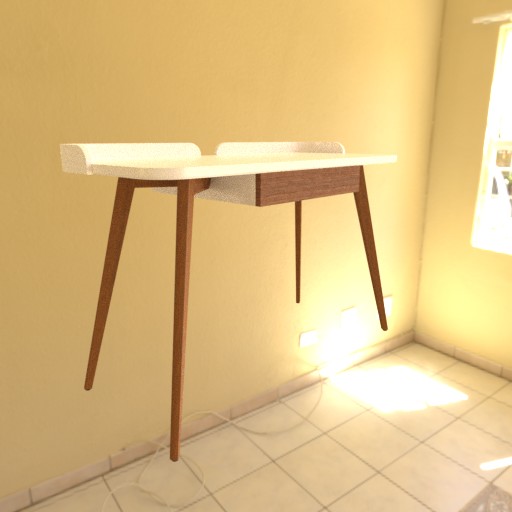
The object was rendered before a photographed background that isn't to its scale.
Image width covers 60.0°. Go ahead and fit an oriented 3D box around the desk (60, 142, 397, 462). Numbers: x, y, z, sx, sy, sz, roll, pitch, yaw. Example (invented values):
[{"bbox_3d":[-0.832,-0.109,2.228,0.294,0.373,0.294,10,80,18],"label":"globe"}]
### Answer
[{"bbox_3d":[0.000,0.000,1.635,0.534,0.807,1.206,14,20,42],"label":"desk"}]
